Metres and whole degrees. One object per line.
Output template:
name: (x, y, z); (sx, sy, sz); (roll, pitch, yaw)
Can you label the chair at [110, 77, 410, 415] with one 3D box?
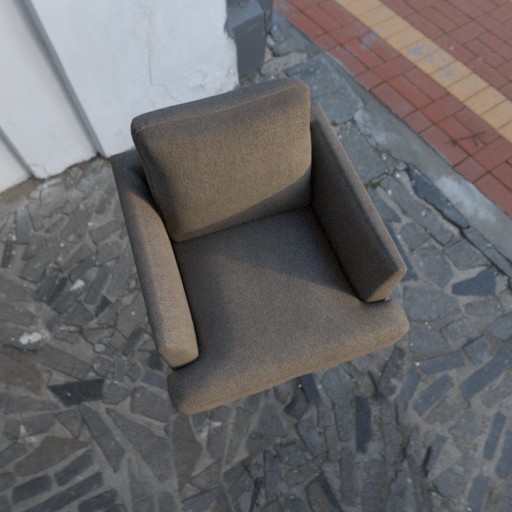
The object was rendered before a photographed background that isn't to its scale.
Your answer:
chair: (0.000, 0.000, 1.649); (0.858, 0.957, 0.899); (-17, 65, -8)
